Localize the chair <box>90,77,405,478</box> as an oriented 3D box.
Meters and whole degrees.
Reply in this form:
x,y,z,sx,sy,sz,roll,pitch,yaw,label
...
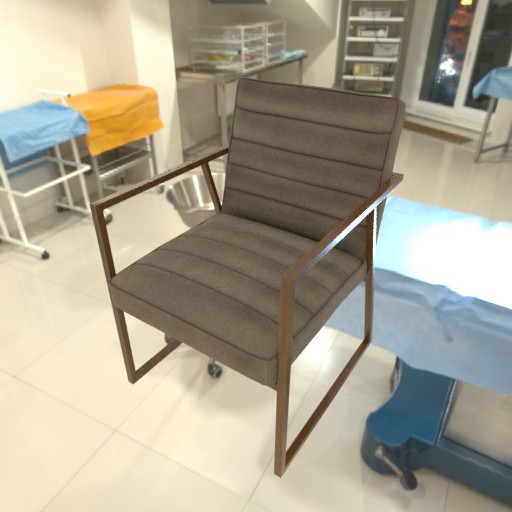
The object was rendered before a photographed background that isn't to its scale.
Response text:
x,y,z,sx,sy,sz,roll,pitch,yaw,label
0.000,0.000,1.280,0.578,0.843,0.682,20,37,29,chair
